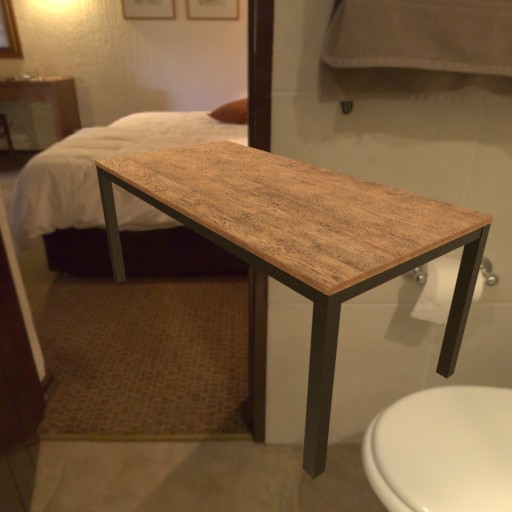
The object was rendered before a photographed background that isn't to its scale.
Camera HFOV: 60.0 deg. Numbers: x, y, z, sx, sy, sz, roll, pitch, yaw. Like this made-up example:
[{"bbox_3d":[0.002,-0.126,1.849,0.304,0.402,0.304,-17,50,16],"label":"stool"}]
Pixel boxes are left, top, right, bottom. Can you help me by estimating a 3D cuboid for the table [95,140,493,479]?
[{"bbox_3d":[0.000,0.000,2.253,0.893,0.767,1.805,-19,31,-33],"label":"table"}]
